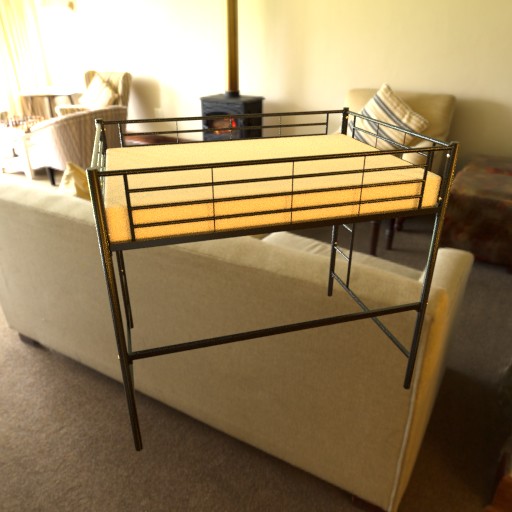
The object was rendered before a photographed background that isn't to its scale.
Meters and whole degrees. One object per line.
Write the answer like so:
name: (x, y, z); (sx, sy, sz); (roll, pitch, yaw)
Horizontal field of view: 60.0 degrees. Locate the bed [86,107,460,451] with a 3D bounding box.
bed: (0.000, 0.000, 3.221); (1.994, 1.803, 1.397); (-7, 28, -14)
